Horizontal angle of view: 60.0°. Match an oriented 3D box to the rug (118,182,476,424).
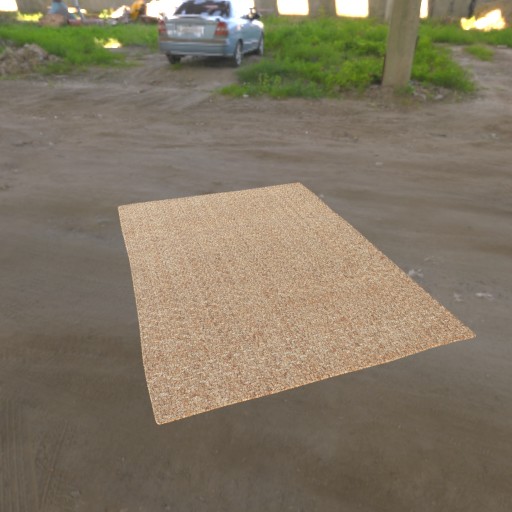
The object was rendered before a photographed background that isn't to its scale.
[{"bbox_3d":[0.000,0.000,2.774,1.566,0.013,2.141,-10,32,-17],"label":"rug"}]
